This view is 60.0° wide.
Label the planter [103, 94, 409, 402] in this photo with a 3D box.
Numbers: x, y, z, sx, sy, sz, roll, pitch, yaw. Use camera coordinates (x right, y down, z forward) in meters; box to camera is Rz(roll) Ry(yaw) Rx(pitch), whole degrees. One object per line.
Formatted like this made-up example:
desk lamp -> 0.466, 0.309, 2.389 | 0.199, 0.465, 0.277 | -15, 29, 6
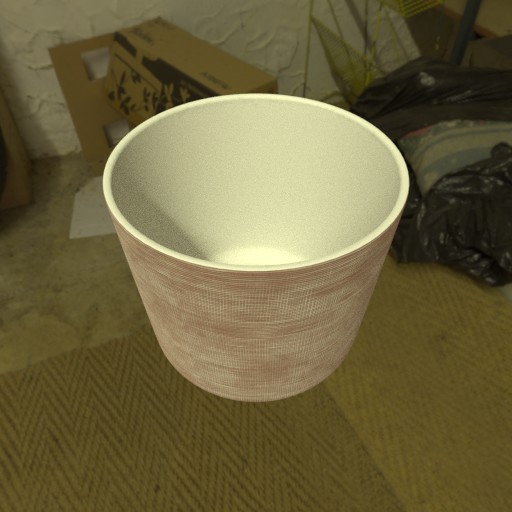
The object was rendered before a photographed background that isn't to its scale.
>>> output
planter -> 0.000, 0.000, 0.794 | 0.440, 0.398, 0.440 | 0, 45, 0
